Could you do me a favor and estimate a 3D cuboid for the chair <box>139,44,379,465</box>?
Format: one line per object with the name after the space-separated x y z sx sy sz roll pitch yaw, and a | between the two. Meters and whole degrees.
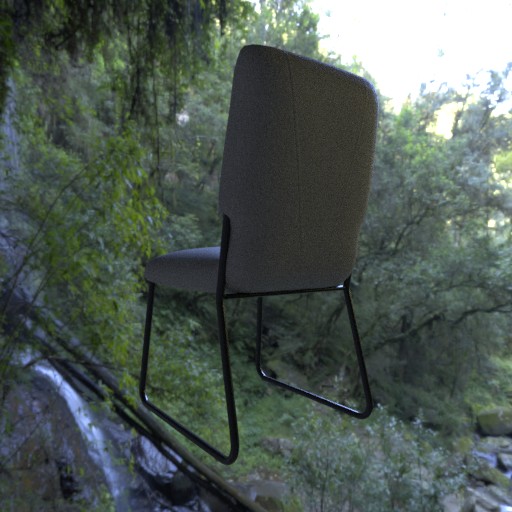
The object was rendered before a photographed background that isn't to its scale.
0.000 0.000 1.182 0.448 0.864 0.560 -1 1 -36 | chair
